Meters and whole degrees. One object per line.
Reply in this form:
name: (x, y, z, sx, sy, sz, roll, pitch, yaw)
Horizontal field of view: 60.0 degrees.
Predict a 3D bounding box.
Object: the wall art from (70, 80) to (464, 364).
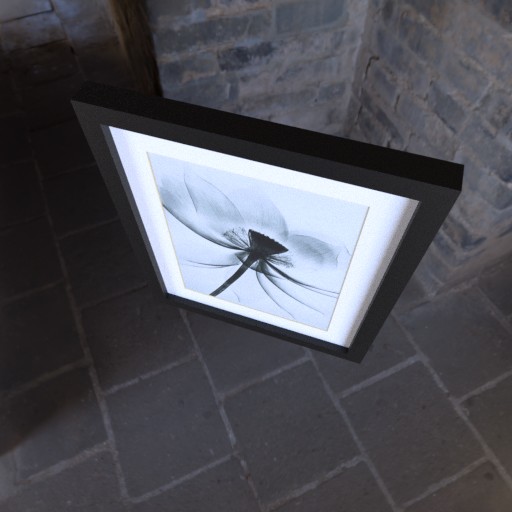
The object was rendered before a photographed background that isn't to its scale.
wall art: (0.000, 0.000, 0.524, 0.330, 0.381, 0.029, 16, 59, 10)
